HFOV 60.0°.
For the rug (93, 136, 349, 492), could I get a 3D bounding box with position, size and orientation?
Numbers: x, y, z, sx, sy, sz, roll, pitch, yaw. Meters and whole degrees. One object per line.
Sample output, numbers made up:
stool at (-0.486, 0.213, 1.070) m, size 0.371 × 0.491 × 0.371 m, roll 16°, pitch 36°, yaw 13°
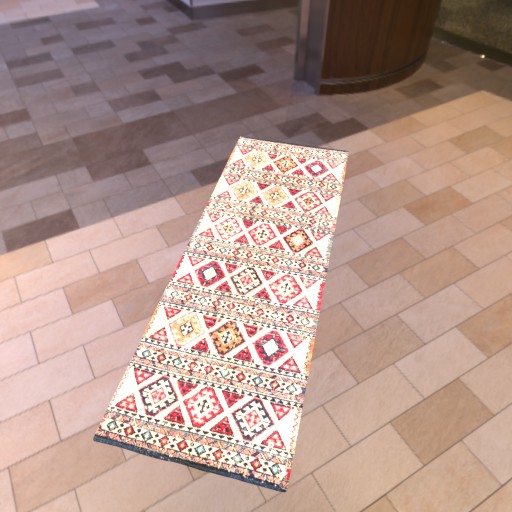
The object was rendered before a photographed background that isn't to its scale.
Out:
rug at (0.000, 0.000, 2.556) m, size 0.832 × 0.008 × 2.362 m, roll 10°, pitch 48°, yaw 9°
